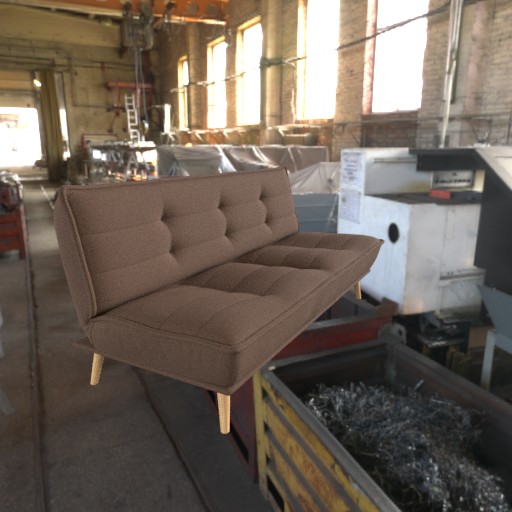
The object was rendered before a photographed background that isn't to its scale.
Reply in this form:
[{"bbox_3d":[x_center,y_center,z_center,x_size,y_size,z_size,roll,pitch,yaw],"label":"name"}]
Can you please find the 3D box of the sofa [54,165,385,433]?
[{"bbox_3d":[0.000,0.000,2.421,0.950,0.890,1.940,8,16,28],"label":"sofa"}]
